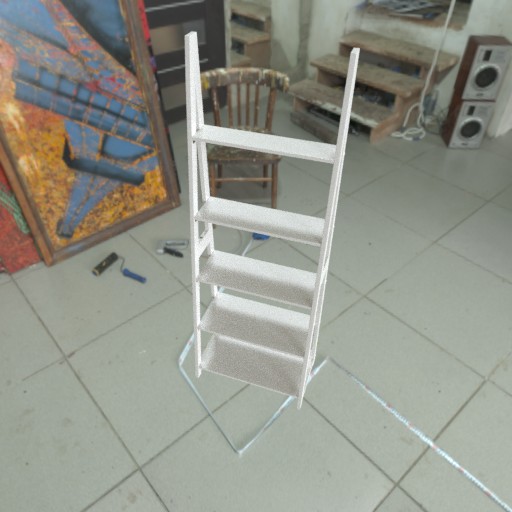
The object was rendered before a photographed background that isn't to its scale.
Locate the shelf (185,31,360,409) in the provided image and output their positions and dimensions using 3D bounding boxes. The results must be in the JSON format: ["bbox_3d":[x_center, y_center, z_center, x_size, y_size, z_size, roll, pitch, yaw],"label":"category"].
[{"bbox_3d":[0.000,0.000,2.052,0.636,1.779,0.341,13,43,14],"label":"shelf"}]
